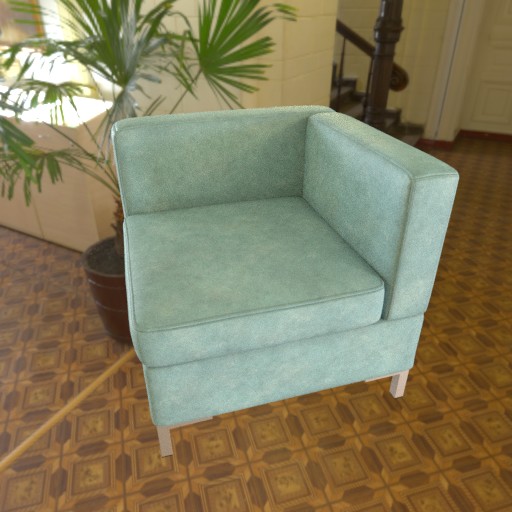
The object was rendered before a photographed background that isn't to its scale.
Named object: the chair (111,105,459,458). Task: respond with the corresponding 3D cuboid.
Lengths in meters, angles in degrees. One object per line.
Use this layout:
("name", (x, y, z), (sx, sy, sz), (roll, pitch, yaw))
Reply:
("chair", (0.000, 0.000, 1.218), (0.691, 0.660, 0.684), (-9, 31, -14))
